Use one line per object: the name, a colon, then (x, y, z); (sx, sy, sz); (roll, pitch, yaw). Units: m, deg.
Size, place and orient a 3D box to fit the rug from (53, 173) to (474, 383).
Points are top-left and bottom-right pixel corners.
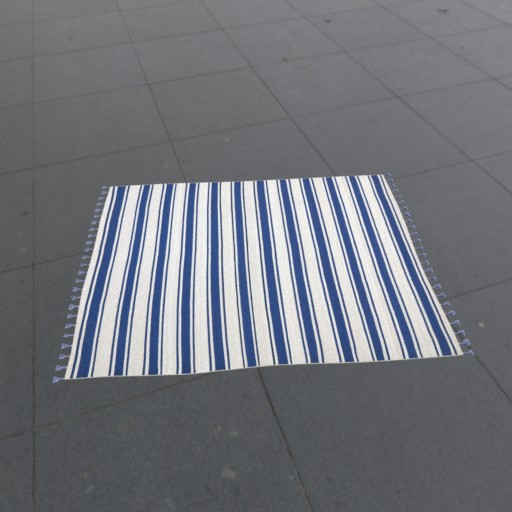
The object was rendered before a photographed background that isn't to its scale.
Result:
rug: (0.000, 0.000, 4.363); (3.416, 0.016, 2.471); (-3, 47, -3)
